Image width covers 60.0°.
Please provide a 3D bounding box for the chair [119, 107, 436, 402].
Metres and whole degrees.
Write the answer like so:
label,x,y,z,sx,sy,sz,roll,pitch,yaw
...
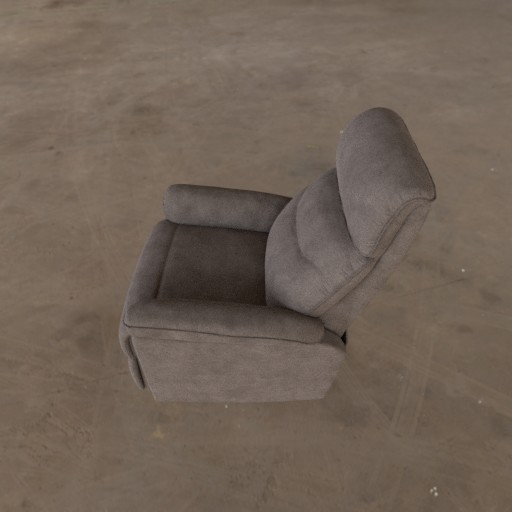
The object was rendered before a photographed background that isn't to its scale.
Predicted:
label,x,y,z,sx,sy,sz,roll,pitch,yaw
chair,0.000,0.000,1.719,1.009,1.036,0.830,1,41,1
